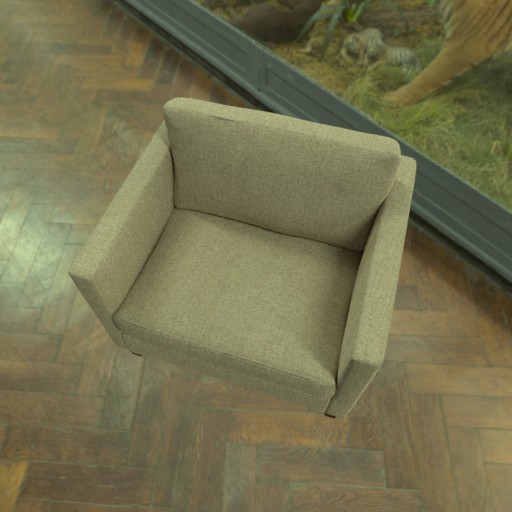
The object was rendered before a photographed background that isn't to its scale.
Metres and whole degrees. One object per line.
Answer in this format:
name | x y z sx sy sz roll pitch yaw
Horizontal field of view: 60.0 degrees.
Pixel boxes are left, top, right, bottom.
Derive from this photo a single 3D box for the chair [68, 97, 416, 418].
chair | 0.000 0.000 1.888 1.107 0.987 0.959 15 58 10
